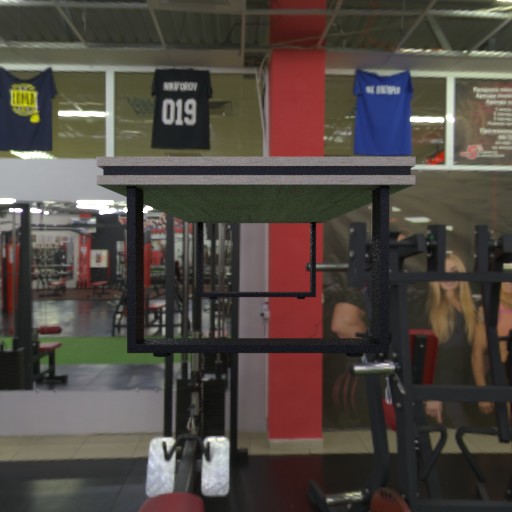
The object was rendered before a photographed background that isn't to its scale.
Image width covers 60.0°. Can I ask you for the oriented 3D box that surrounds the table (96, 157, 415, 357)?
[{"bbox_3d":[0.000,0.000,1.649,0.700,0.450,1.350,0,1,0],"label":"table"}]
